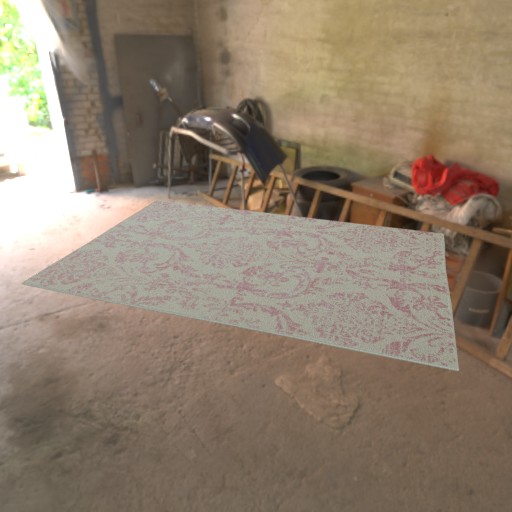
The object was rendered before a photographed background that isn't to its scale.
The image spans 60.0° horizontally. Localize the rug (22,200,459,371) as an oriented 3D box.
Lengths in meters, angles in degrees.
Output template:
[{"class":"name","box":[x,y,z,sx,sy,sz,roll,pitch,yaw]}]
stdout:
[{"class":"rug","box":[0.000,0.000,2.262,1.839,0.012,1.219,8,27,17]}]
